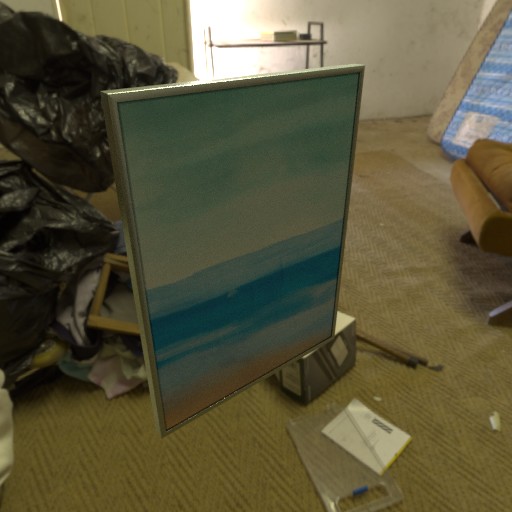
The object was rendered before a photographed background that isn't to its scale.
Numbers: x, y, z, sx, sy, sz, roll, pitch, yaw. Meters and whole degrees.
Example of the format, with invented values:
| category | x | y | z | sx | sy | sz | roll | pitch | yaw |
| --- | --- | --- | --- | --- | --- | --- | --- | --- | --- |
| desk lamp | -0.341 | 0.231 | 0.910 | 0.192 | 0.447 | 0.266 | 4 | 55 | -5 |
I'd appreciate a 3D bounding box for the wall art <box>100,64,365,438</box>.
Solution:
| category | x | y | z | sx | sy | sz | roll | pitch | yaw |
| --- | --- | --- | --- | --- | --- | --- | --- | --- | --- |
| wall art | 0.000 | 0.000 | 1.399 | 0.803 | 1.062 | 0.041 | -21 | 36 | -32 |
